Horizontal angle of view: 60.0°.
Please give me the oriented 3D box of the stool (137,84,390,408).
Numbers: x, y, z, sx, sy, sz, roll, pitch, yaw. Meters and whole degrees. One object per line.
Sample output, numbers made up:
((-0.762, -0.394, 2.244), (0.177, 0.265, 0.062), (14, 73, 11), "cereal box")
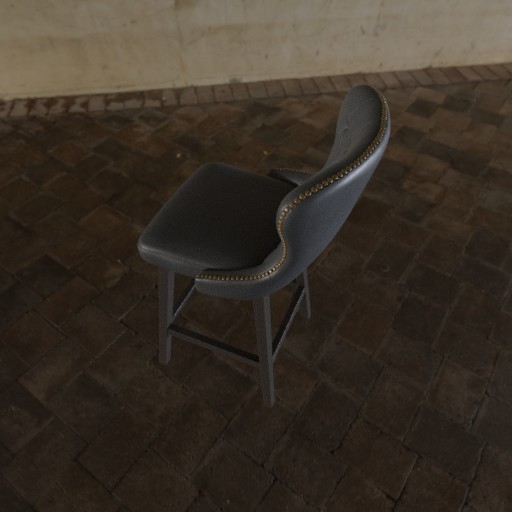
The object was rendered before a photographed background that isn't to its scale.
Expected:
((0.000, 0.000, 1.338), (0.593, 0.971, 0.528), (17, 49, 16), "stool")
